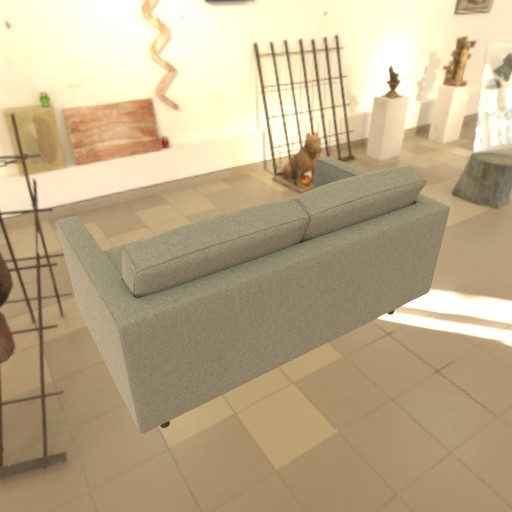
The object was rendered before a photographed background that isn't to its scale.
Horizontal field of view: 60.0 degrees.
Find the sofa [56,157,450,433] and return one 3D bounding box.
[{"bbox_3d":[0.000,0.000,2.353,1.731,0.900,1.000,-19,36,-28],"label":"sofa"}]
